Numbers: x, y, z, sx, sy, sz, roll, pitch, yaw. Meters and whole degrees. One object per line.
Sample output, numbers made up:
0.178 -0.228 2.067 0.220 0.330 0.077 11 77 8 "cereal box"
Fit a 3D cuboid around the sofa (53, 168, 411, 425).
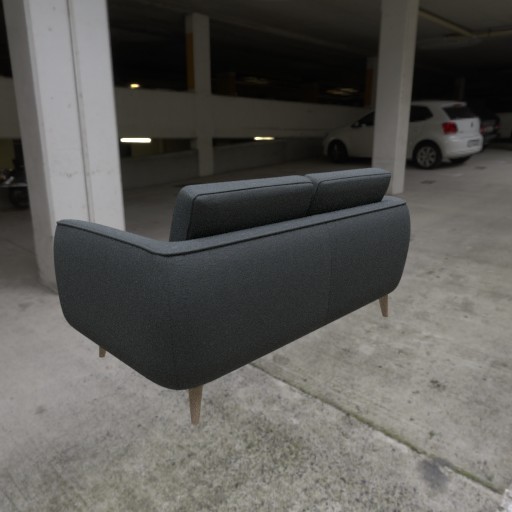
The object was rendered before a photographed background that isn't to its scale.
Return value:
0.000 0.000 2.246 0.920 0.850 1.700 15 21 43 "sofa"
